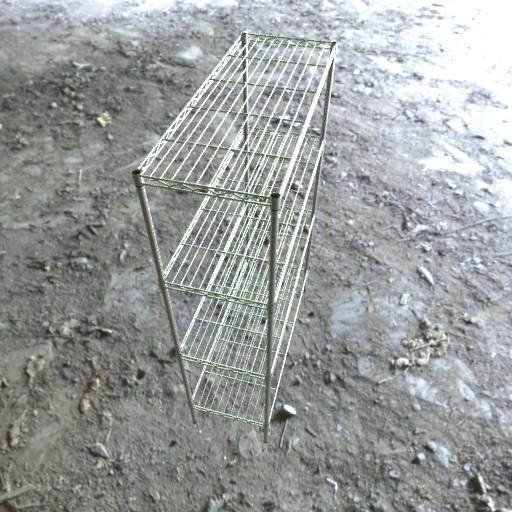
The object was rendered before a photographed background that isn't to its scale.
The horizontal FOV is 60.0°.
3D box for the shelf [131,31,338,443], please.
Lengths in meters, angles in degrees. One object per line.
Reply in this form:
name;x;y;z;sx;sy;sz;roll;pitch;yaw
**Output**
shelf;0.000;0.000;1.769;0.352;1.360;0.907;11;47;10
